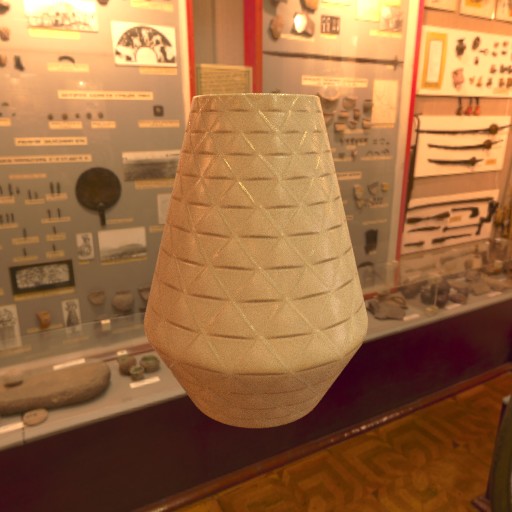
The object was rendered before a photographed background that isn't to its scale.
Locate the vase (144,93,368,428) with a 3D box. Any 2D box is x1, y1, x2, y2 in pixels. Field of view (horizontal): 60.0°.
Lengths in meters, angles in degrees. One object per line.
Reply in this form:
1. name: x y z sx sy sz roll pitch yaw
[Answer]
1. vase: 0.000 0.000 0.341 0.175 0.230 0.175 0 17 0
